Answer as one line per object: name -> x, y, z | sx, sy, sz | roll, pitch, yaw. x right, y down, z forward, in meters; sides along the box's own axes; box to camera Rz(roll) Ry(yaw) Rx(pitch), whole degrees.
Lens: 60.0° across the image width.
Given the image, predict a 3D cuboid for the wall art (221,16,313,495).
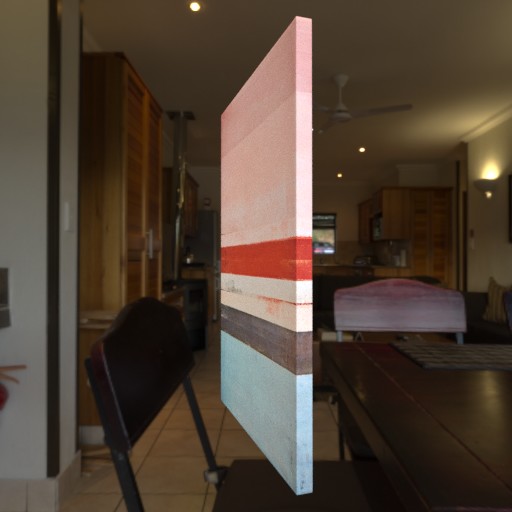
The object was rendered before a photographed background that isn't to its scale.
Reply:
wall art -> 0.000, 0.000, 1.142 | 0.038, 0.914, 0.610 | 0, -1, -18
